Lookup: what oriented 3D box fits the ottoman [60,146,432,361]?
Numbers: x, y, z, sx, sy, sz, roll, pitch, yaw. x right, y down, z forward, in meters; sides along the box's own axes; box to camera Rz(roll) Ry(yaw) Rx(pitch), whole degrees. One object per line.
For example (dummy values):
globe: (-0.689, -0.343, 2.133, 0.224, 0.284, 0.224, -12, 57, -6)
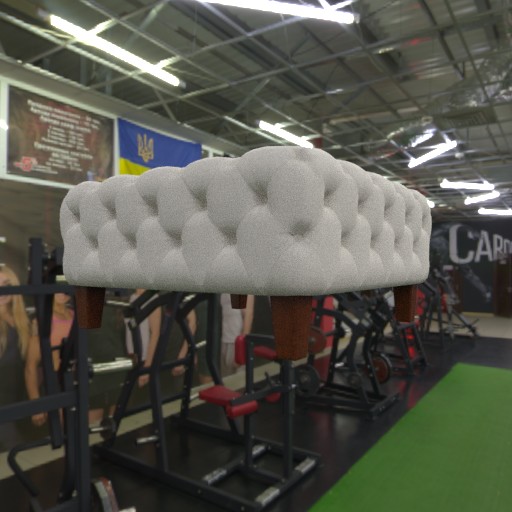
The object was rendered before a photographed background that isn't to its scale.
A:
ottoman: (0.000, 0.000, 1.217, 0.755, 0.376, 0.753, -1, -1, 37)
